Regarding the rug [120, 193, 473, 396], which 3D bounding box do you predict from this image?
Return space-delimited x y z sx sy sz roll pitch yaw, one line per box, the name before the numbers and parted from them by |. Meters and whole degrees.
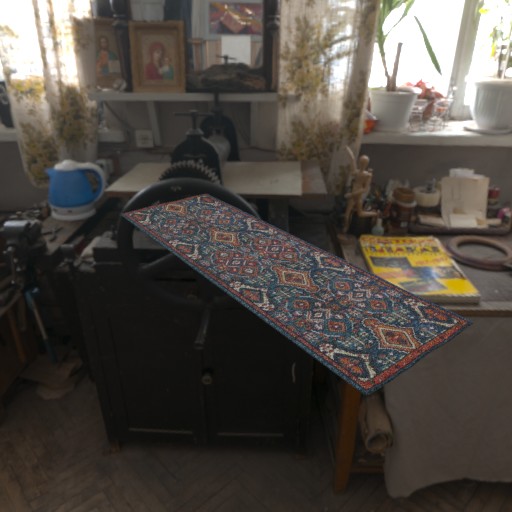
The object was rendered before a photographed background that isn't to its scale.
rug | 0.000 0.000 2.815 0.801 0.010 2.459 -19 33 -33
